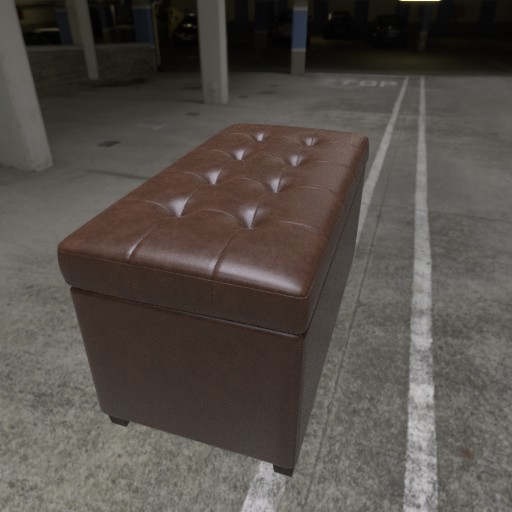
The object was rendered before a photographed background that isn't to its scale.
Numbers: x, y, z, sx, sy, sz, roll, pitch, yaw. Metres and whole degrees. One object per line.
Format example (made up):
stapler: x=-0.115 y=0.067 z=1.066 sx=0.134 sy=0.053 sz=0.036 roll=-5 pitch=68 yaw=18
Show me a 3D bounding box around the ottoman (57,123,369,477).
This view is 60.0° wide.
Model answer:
ottoman: x=0.000 y=0.000 z=1.108 sx=0.432 sy=0.470 sz=0.838 roll=10 pitch=32 yaw=16
